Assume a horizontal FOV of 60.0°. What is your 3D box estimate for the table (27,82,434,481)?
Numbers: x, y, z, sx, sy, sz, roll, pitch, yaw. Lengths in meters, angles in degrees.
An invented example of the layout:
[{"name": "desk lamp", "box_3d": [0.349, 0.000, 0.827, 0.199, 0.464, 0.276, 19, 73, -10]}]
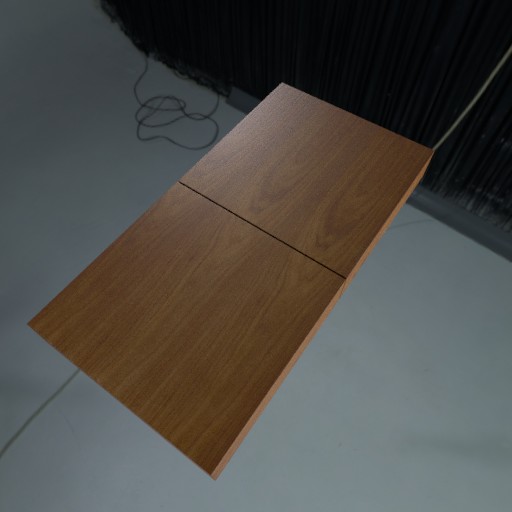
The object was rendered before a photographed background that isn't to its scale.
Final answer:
[{"name": "table", "box_3d": [0.000, 0.000, 1.452, 0.610, 0.330, 1.194, 31, 63, 18]}]
